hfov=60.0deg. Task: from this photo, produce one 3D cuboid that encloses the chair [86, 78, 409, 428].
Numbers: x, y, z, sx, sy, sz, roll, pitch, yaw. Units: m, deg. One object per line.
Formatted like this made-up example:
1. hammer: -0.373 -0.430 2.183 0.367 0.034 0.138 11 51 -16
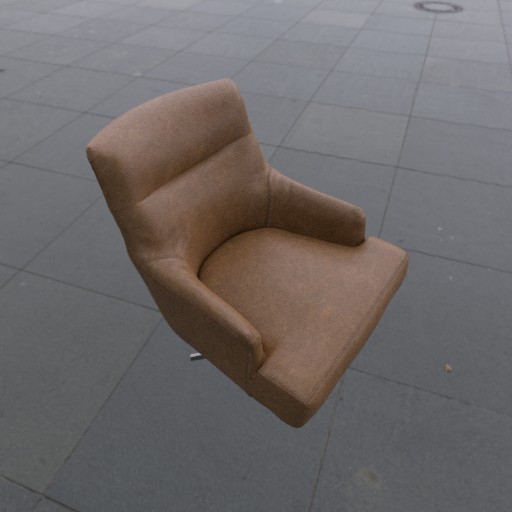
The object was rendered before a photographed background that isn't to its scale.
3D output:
1. chair: 0.000 0.000 1.494 0.874 0.869 0.729 25 47 26
